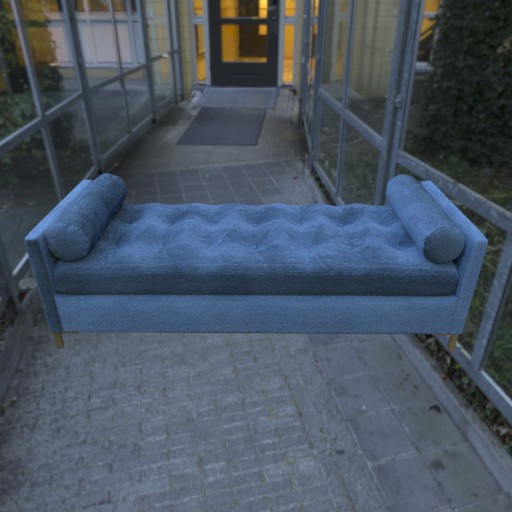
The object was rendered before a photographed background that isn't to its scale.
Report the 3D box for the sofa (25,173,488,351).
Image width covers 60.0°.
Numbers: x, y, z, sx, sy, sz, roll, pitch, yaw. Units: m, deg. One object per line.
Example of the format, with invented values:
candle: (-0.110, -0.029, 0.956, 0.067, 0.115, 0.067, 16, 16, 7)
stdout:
sofa: (0.000, 0.000, 2.446, 2.102, 0.705, 0.796, 0, 30, 0)
